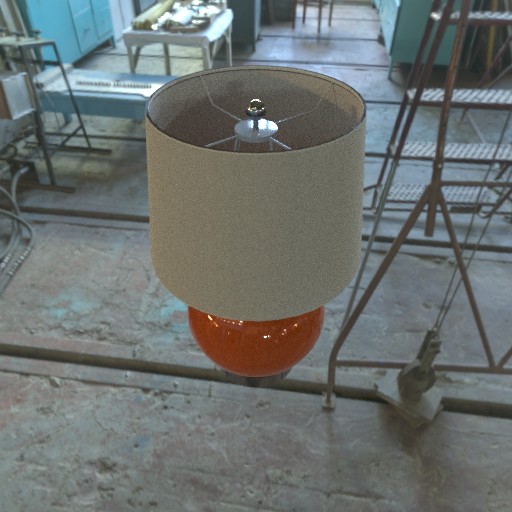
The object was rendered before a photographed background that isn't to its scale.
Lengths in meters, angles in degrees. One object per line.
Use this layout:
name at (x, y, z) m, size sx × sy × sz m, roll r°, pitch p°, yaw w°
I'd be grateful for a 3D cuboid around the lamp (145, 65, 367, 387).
lamp at (0.000, 0.000, 0.543) m, size 0.247 × 0.387 × 0.247 m, roll 0°, pitch 41°, yaw 0°
